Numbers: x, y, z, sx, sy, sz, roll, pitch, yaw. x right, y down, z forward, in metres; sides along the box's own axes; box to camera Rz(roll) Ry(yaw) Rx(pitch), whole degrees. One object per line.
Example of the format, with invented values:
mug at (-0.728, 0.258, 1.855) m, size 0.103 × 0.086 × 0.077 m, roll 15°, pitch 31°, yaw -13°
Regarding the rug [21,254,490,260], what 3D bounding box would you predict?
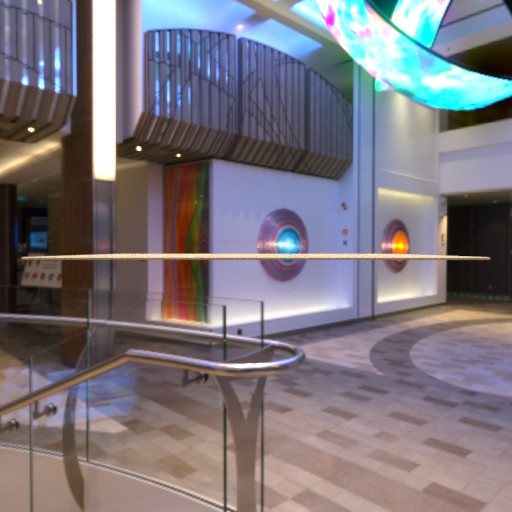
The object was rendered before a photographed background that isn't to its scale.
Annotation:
rug at (0.000, 0.000, 2.327) m, size 1.829 × 0.010 × 1.219 m, roll 0°, pitch 1°, yaw 1°
